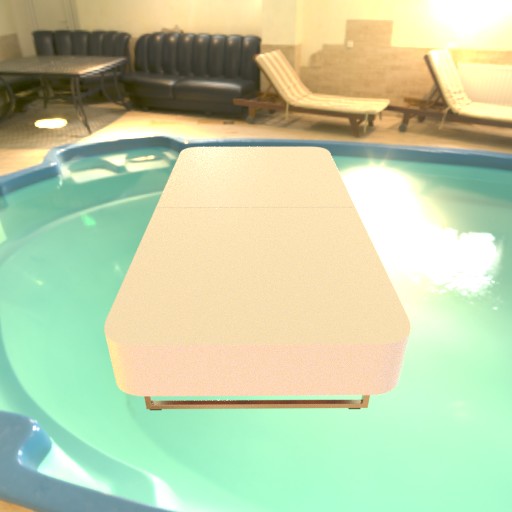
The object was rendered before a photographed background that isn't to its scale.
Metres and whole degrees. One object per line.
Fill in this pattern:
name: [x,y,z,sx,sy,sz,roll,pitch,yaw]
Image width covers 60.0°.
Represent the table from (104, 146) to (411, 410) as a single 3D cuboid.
table: [0.000,0.000,1.416,0.600,0.340,1.200,0,31,0]
